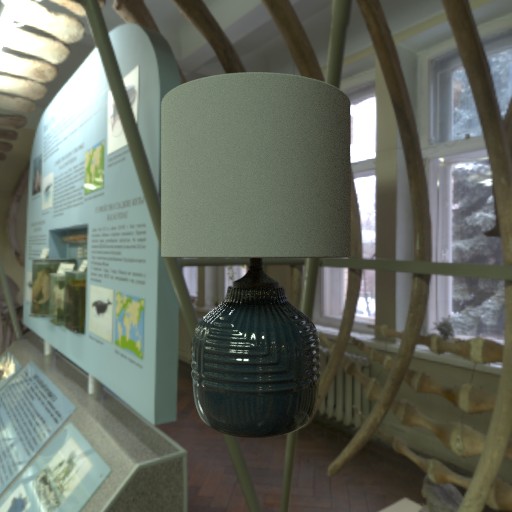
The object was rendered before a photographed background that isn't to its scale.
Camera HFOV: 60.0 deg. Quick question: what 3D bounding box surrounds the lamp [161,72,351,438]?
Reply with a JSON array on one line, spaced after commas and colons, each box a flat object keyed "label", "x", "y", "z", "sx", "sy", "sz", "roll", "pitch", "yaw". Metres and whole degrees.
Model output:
[{"label": "lamp", "x": 0.000, "y": 0.000, "z": 0.759, "sx": 0.318, "sy": 0.567, "sz": 0.318, "roll": 0, "pitch": 0, "yaw": 0}]
